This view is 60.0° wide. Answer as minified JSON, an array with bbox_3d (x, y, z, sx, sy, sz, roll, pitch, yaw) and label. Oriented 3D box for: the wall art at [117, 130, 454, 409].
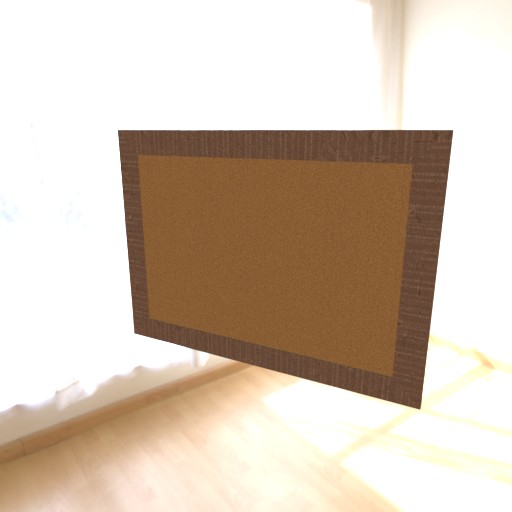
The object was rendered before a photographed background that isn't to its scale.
[{"bbox_3d":[0.000,0.000,1.389,1.056,0.761,0.020,8,18,26],"label":"wall art"}]
